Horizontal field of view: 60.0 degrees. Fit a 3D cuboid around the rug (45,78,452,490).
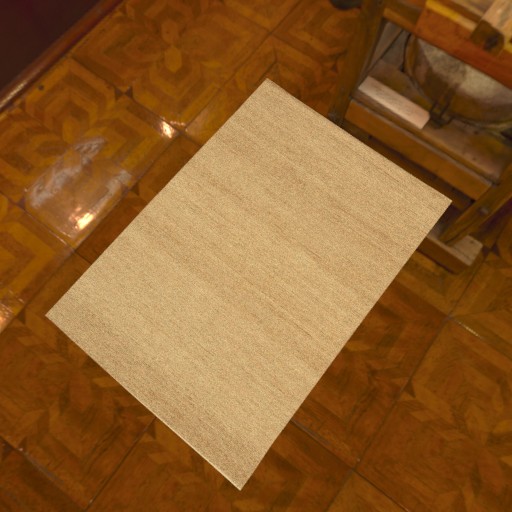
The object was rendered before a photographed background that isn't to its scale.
[{"bbox_3d":[0.000,0.000,2.899,1.596,0.030,2.283,38,77,10],"label":"rug"}]
